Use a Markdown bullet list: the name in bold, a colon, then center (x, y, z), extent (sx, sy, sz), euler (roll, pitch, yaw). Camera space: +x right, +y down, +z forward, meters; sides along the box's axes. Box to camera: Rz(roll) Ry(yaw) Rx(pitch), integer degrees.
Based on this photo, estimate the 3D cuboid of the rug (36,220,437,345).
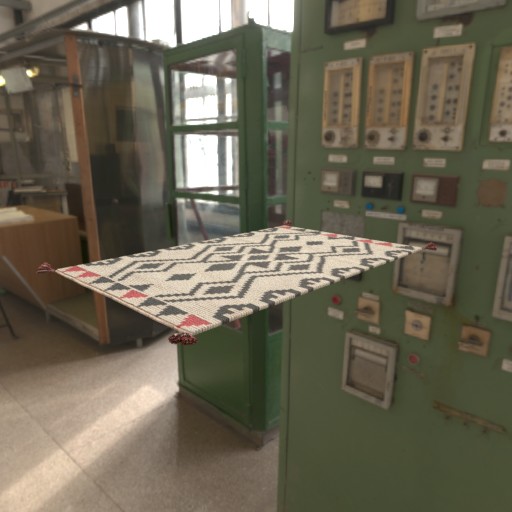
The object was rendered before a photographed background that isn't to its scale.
- **rug**: center (0.000, 0.000, 3.383), extent (1.741, 0.066, 2.672), euler (13, 19, 43)
